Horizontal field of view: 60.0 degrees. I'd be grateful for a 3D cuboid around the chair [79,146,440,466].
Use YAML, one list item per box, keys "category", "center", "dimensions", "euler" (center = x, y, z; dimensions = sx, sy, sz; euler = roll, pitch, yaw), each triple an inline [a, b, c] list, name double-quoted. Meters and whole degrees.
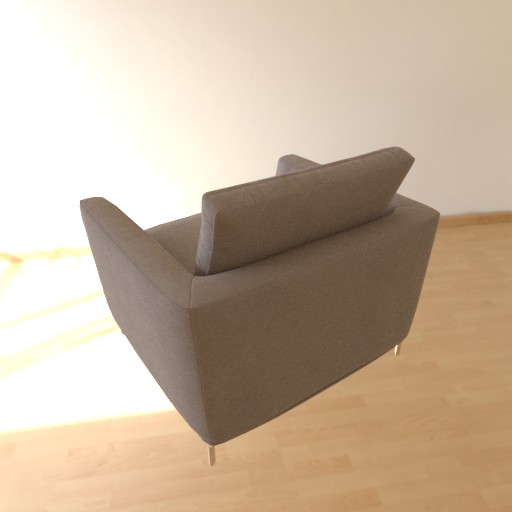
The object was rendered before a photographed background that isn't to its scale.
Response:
- category: "chair"
  center: [0.000, 0.000, 1.682]
  dimensions: [1.041, 0.864, 0.889]
  euler: [-19, 35, -30]
